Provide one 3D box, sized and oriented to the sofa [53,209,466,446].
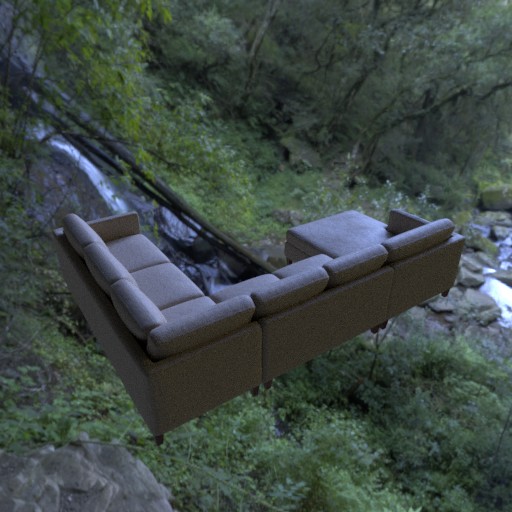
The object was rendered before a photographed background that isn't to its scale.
[{"bbox_3d":[0.000,0.000,4.593,3.403,0.889,2.551,-18,34,-29],"label":"sofa"}]
